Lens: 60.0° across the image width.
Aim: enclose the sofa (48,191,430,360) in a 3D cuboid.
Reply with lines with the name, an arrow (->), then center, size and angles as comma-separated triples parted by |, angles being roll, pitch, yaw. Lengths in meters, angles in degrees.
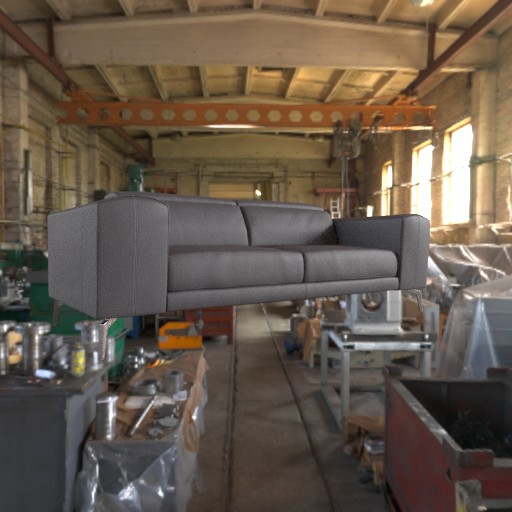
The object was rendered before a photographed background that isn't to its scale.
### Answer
sofa -> 0.000, 0.000, 2.872 | 2.330, 0.814, 1.048 | -1, 2, -35
